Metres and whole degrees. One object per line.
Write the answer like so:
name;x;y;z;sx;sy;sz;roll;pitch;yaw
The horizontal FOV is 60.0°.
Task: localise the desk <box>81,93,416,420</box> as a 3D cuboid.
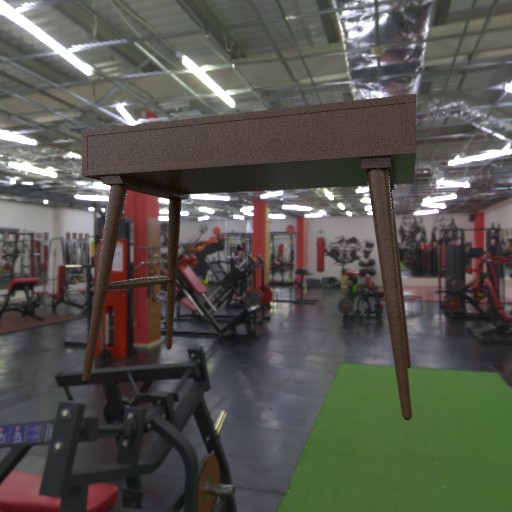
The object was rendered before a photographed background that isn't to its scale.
desk;0.000;0.000;1.410;0.949;0.758;0.510;0;0;19
